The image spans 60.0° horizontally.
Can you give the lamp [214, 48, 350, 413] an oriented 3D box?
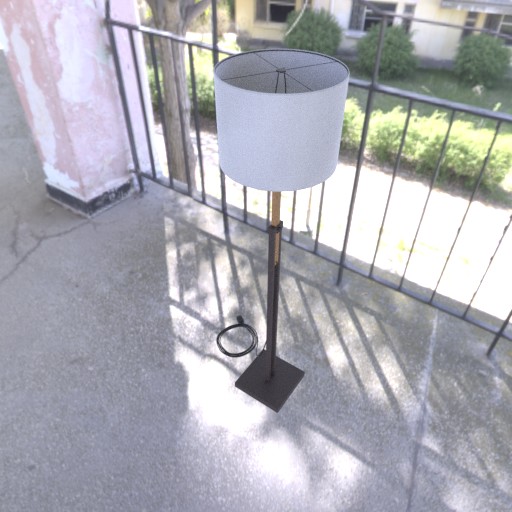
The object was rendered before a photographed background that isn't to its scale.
[{"bbox_3d":[0.000,0.000,1.943,0.639,1.650,0.474,24,46,26],"label":"lamp"}]
